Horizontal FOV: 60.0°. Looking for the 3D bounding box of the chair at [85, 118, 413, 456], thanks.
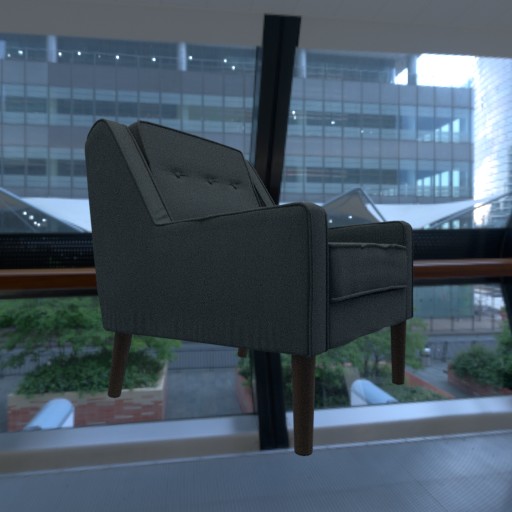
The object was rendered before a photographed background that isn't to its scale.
[{"bbox_3d":[0.000,0.000,1.288,0.733,0.780,0.663,0,0,36],"label":"chair"}]
